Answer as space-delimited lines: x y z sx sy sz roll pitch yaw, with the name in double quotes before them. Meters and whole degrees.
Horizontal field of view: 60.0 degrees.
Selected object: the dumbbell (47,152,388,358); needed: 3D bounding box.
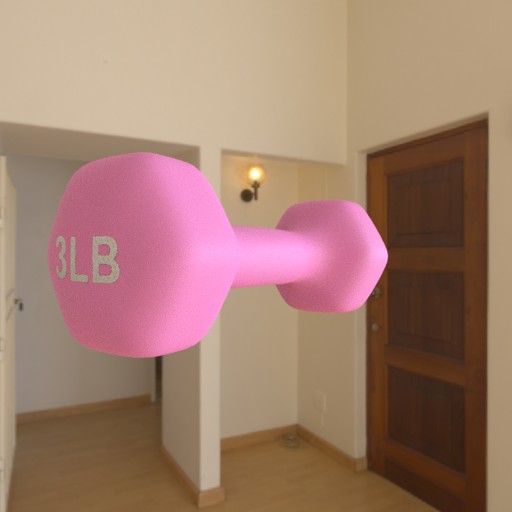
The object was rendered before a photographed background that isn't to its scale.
"dumbbell" 0.000 0.000 0.183 0.064 0.058 0.159 0 0 37
